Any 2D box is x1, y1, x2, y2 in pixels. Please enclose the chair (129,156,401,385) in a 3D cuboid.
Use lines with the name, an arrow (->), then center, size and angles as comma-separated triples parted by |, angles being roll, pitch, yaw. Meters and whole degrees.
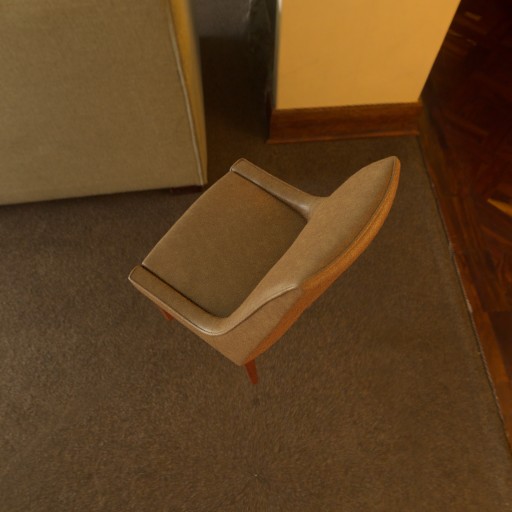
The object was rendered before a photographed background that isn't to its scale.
chair -> 0.000, 0.000, 1.252 | 0.544, 0.861, 0.529 | 34, 68, 15
